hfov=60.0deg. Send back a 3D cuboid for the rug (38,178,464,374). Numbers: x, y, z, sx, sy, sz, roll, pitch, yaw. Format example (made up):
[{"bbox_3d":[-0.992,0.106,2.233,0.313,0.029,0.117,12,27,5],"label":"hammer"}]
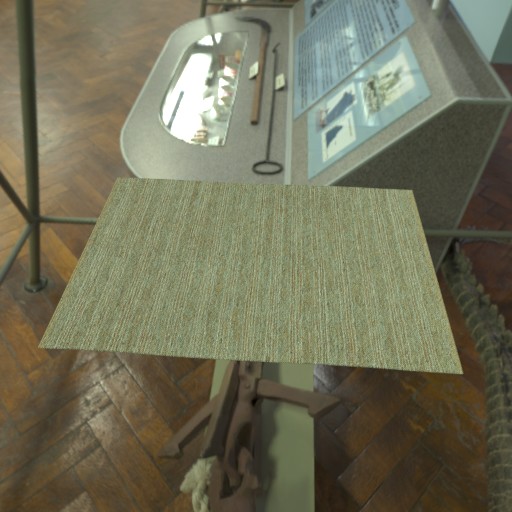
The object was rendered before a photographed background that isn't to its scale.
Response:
[{"bbox_3d":[0.000,0.000,2.319,1.824,0.010,1.240,3,47,3],"label":"rug"}]
